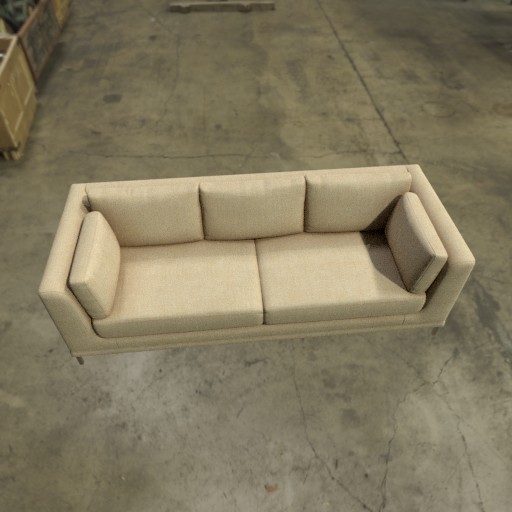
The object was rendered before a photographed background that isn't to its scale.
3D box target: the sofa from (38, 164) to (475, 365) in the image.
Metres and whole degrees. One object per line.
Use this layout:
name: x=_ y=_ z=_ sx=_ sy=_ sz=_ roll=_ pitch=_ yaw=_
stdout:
sofa: x=0.000 y=0.000 z=2.955 sx=2.415 sy=0.867 sz=0.969 roll=-4 pitch=46 yaw=-4
